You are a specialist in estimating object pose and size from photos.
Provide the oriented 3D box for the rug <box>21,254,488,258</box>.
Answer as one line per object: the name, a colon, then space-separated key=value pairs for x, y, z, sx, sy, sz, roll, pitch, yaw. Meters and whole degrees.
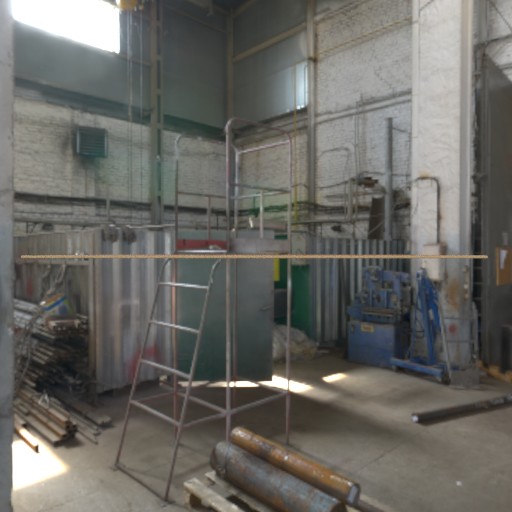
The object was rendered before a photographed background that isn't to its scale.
rug: x=0.000 y=0.000 z=2.915 sx=2.290 sy=0.014 sz=1.526 roll=0 pitch=0 yaw=0
